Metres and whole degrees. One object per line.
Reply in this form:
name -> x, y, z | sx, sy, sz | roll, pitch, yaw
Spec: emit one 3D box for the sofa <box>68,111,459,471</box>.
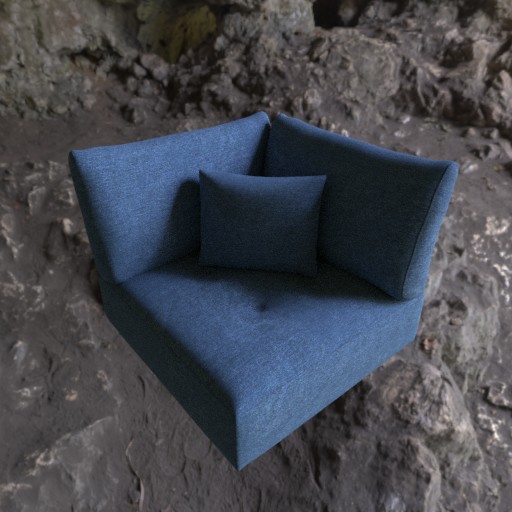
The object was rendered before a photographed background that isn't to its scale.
sofa -> 0.000, 0.000, 1.740 | 1.000, 0.820, 1.000 | -23, 38, -33
